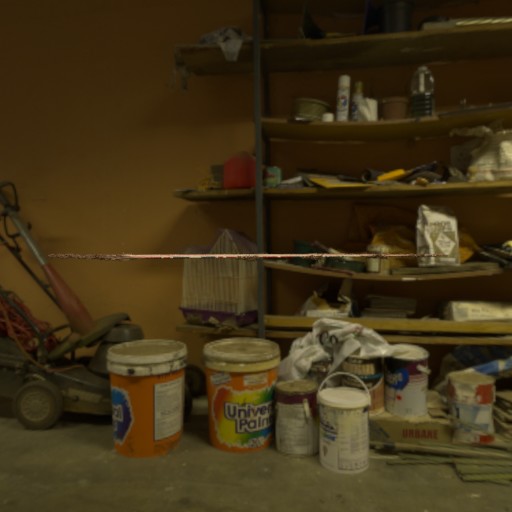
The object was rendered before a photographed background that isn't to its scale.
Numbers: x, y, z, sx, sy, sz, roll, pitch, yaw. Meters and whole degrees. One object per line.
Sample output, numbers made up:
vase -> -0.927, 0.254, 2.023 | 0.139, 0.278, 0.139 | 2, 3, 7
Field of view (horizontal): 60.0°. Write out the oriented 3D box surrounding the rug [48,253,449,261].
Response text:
rug -> 0.000, 0.000, 3.115 | 2.450, 0.048, 1.778 | 0, 1, -36
